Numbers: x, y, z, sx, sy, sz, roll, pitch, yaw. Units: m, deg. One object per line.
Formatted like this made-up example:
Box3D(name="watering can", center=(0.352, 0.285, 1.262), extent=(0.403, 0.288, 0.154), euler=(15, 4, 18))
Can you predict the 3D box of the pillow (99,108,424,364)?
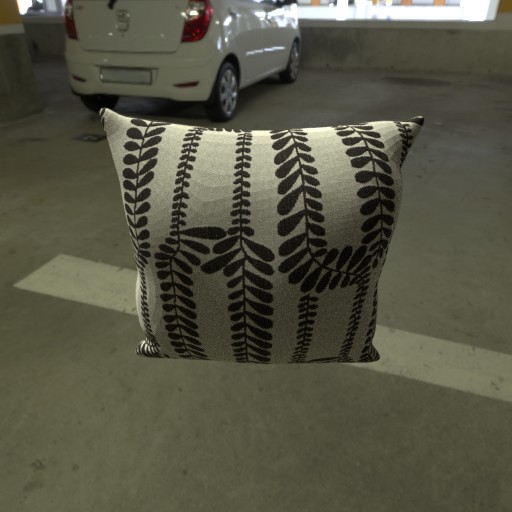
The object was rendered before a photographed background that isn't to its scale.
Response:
Box3D(name="pillow", center=(0.000, 0.000, 0.688), extent=(0.440, 0.441, 0.182), euler=(1, 30, 2))
